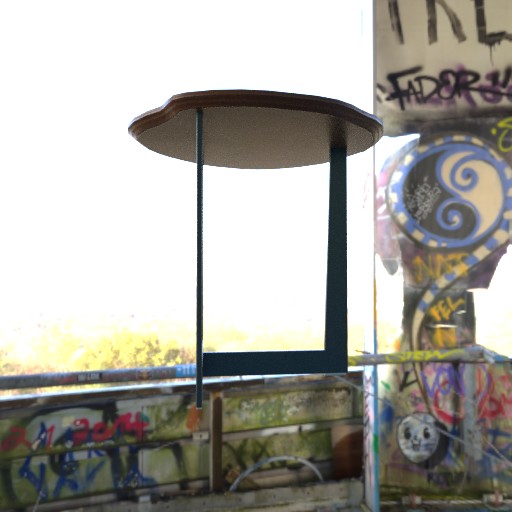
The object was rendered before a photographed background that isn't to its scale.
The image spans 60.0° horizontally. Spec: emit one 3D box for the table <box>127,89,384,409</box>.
[{"bbox_3d":[0.000,0.000,0.881,0.494,0.476,0.477,0,-1,-17],"label":"table"}]
